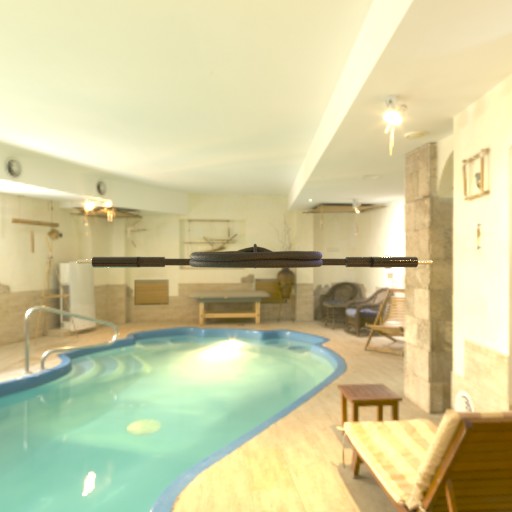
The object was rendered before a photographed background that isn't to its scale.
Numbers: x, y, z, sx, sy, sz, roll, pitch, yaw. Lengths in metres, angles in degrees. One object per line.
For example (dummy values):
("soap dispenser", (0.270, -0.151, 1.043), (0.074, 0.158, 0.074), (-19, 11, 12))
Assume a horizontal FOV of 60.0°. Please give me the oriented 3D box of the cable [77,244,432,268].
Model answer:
("cable", (0.000, 0.000, 0.232), (0.203, 0.014, 0.070), (0, 0, -1))
